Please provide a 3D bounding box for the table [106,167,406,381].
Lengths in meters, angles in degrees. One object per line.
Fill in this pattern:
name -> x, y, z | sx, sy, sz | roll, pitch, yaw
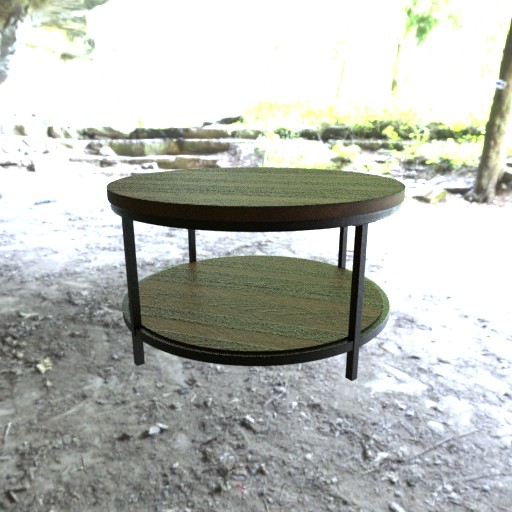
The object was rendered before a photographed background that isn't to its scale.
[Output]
table -> 0.000, 0.000, 1.368 | 0.837, 0.462, 0.837 | 0, 17, 0
